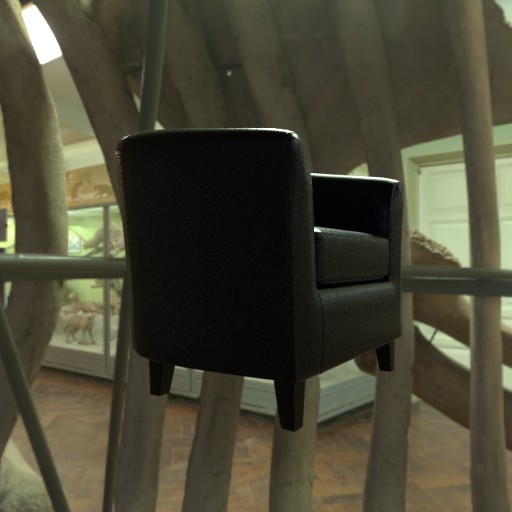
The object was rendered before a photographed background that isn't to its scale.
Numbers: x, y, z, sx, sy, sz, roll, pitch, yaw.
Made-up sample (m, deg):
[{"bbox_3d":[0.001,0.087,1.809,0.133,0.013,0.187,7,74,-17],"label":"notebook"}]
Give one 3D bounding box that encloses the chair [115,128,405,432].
[{"bbox_3d":[0.000,0.000,1.402,0.727,0.756,0.793,0,-1,35],"label":"chair"}]
